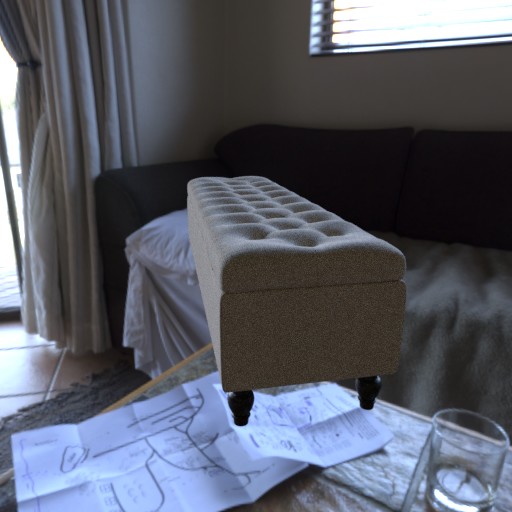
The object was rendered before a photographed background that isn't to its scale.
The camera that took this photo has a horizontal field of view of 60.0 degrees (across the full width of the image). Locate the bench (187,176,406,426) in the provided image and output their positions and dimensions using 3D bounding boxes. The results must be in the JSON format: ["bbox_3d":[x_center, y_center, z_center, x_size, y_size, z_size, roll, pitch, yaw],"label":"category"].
[{"bbox_3d":[0.000,0.000,1.733,0.455,0.467,1.480,-3,17,-11],"label":"bench"}]
